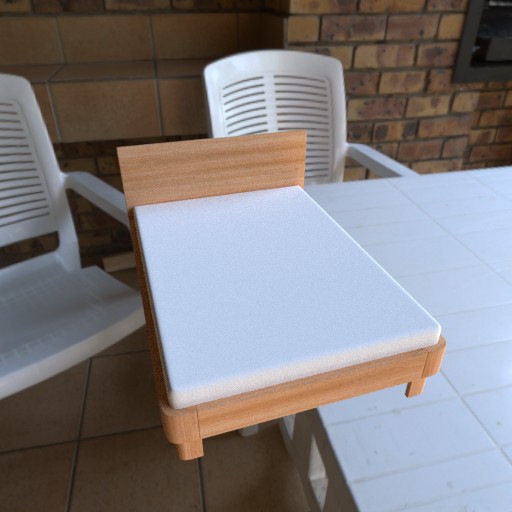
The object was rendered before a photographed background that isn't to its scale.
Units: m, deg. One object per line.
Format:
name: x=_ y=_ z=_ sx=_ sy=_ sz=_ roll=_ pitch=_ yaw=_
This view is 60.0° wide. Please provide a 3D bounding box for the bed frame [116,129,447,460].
bed frame: x=0.000 y=0.000 z=2.822 sx=1.472 sy=0.940 sz=1.992 roll=-10 pitch=33 yaw=-15
